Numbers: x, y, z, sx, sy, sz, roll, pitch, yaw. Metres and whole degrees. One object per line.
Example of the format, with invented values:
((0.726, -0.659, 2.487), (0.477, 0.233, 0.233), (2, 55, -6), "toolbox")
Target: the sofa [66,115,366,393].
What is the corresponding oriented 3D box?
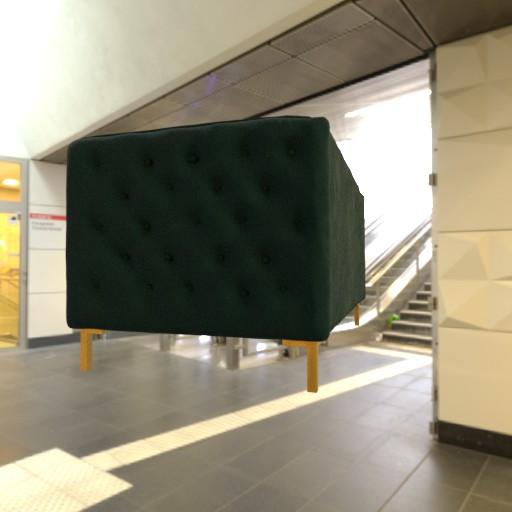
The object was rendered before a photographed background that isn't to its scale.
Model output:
((0.000, 0.000, 2.081), (0.909, 0.810, 1.583), (0, -1, 18), "sofa")
